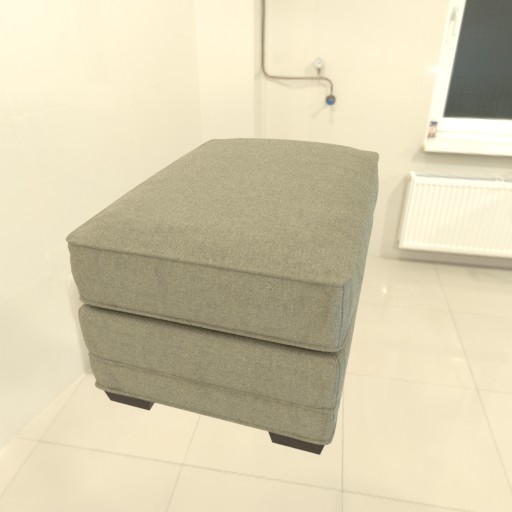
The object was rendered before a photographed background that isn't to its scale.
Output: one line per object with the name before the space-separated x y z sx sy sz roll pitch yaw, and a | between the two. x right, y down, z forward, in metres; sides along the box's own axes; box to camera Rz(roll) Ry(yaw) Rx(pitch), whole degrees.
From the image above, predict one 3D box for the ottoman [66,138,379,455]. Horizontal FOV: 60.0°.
ottoman | 0.000 0.000 1.258 0.611 0.508 0.848 9 31 15
